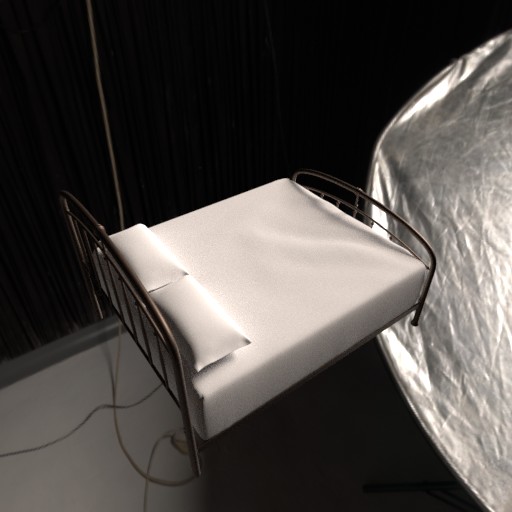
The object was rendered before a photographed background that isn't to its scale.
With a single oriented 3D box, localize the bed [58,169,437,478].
[{"bbox_3d":[0.000,0.000,3.329,2.180,1.425,1.711,-25,45,-27],"label":"bed"}]
